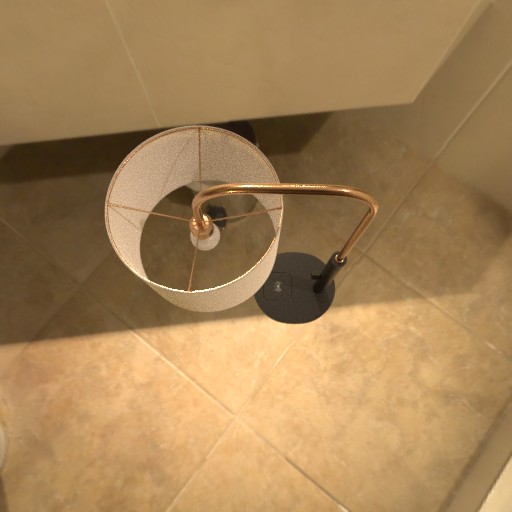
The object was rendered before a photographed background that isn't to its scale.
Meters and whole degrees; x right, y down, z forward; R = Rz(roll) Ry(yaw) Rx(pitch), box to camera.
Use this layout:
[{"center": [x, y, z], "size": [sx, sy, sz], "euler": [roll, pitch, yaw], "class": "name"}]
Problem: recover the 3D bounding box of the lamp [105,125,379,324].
[{"center": [0.000, 0.000, 0.703], "size": [0.337, 0.540, 0.199], "euler": [1, 75, 0], "class": "lamp"}]
